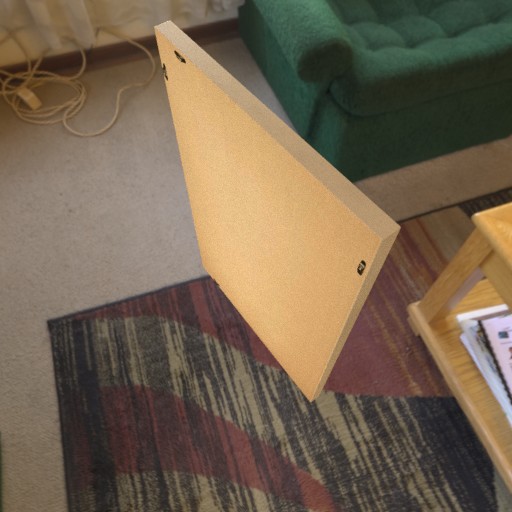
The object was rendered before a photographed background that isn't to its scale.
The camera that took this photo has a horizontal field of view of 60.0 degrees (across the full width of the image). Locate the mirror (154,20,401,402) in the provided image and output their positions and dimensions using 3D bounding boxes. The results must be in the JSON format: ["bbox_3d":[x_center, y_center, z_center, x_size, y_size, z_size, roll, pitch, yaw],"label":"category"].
[{"bbox_3d":[0.000,0.000,1.116,0.041,0.915,0.609,-33,64,-18],"label":"mirror"}]
